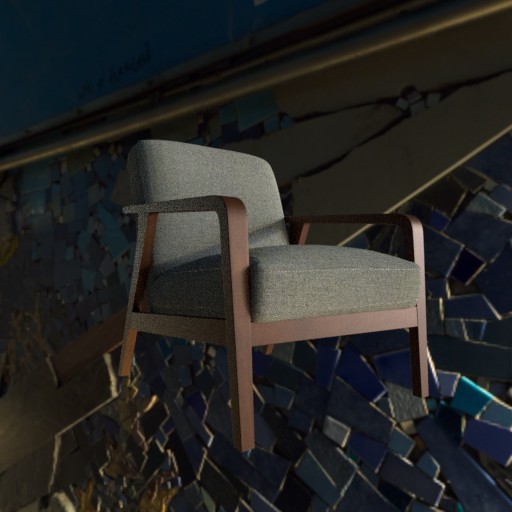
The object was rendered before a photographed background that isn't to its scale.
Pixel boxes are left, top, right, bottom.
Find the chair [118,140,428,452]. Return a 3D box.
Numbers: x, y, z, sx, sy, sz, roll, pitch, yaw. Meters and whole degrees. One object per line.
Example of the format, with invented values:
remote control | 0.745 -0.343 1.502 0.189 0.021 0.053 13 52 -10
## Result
chair | 0.000 0.000 1.466 0.704 0.847 0.858 1 -1 -36
